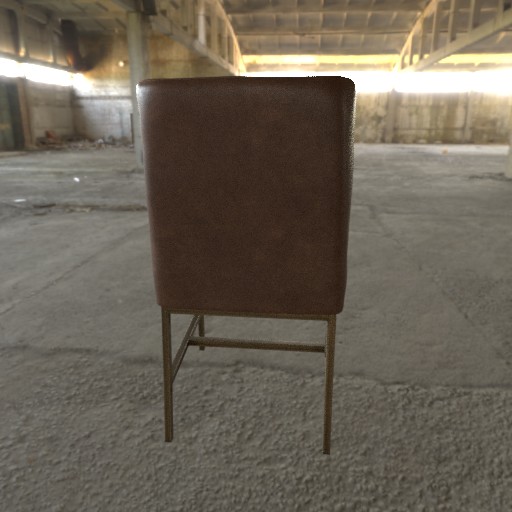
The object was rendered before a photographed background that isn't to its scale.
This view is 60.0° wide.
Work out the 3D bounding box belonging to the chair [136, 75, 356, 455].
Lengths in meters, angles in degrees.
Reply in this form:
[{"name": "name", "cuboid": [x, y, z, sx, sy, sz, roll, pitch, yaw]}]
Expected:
[{"name": "chair", "cuboid": [0.000, 0.000, 1.242, 0.508, 0.889, 0.587, 2, 17, 6]}]
